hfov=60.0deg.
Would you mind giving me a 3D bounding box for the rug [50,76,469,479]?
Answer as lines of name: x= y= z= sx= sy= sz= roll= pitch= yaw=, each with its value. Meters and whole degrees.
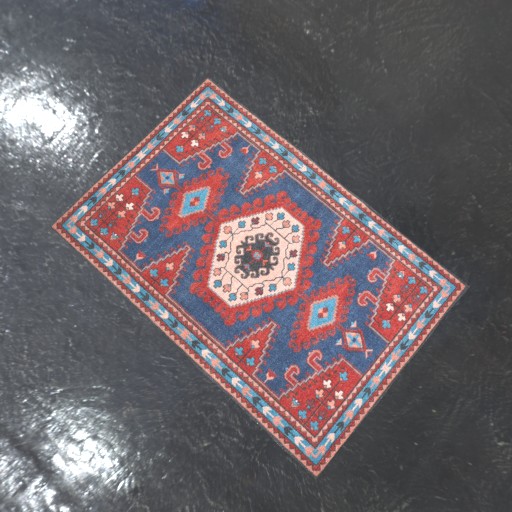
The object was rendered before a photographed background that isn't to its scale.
rug: x=0.000 y=0.000 z=2.272 sx=1.820 sy=0.012 sz=1.207 roll=41 pitch=80 yaw=9
